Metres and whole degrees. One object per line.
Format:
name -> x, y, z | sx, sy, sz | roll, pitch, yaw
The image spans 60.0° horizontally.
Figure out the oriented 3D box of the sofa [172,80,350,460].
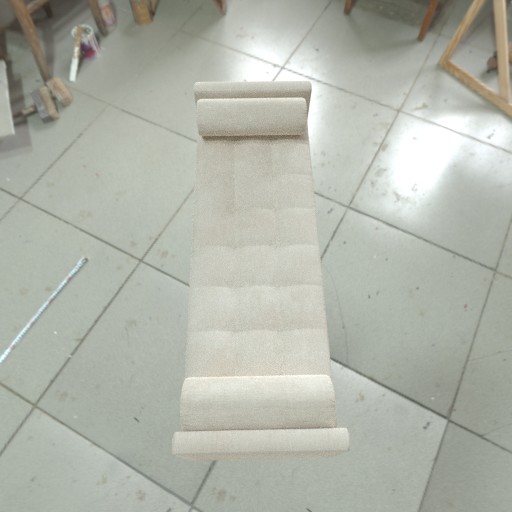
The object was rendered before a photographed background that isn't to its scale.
sofa -> 0.000, 0.000, 2.389 | 0.686, 0.635, 1.981 | -1, 63, -1
